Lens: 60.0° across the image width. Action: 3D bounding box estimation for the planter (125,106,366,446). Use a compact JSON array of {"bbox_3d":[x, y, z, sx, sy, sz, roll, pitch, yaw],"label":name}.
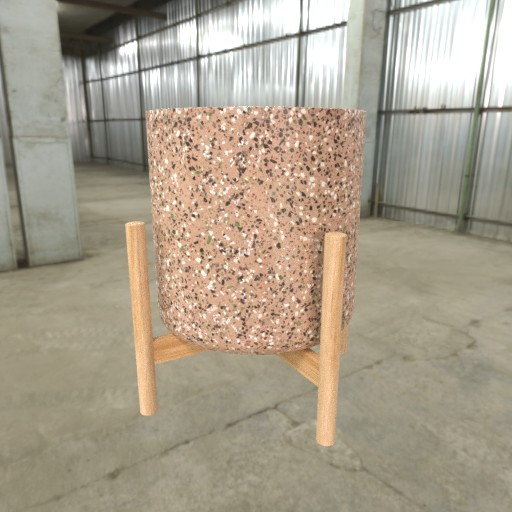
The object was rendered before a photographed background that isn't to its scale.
[{"bbox_3d":[0.000,0.000,0.681,0.360,0.419,0.360,-2,16,-8],"label":"planter"}]
